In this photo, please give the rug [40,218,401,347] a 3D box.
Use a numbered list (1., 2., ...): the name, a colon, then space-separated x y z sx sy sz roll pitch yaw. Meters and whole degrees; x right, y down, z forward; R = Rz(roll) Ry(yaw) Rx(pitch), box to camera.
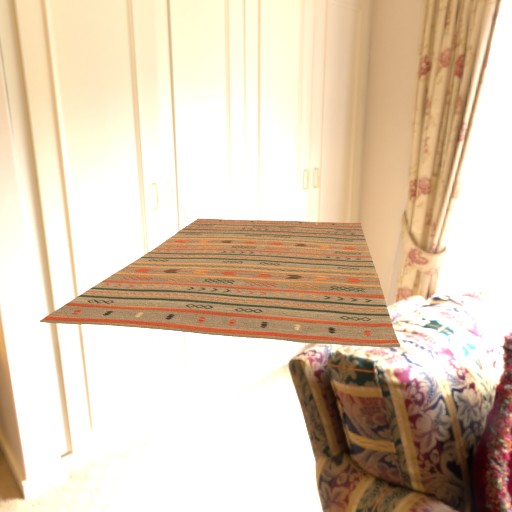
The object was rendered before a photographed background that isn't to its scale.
1. rug: 0.000 0.000 2.982 1.537 0.029 2.439 3 16 9
